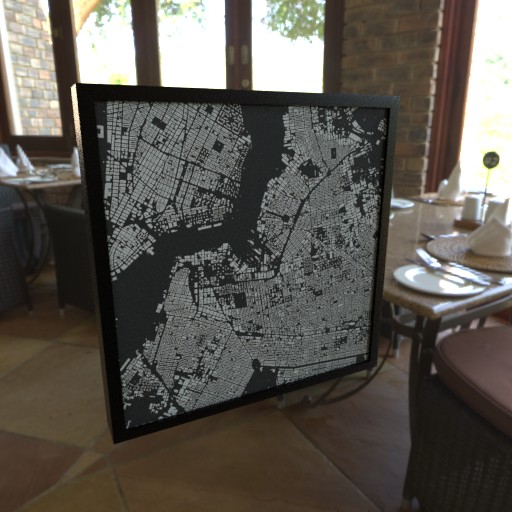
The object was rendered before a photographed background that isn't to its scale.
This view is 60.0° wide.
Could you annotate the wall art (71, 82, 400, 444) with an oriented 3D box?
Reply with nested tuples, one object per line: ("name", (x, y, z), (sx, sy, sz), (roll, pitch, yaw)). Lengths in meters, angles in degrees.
("wall art", (0.000, 0.000, 0.430), (0.299, 0.299, 0.037), (-8, 18, -25))
